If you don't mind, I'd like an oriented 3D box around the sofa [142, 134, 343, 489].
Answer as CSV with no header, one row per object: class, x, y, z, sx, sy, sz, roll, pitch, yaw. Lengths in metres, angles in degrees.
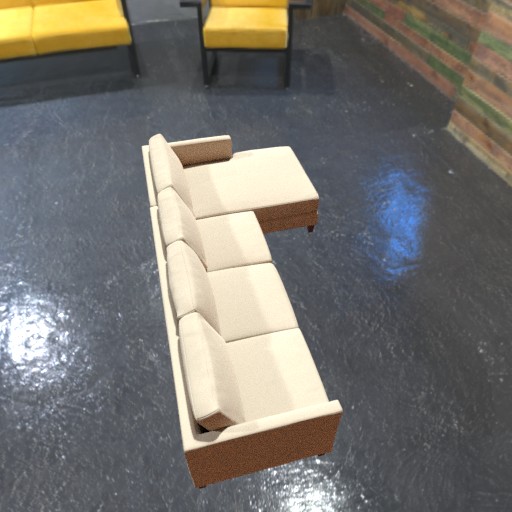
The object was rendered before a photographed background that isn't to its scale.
sofa,0.000,0.000,3.775,1.625,0.861,3.186,-10,46,-10
